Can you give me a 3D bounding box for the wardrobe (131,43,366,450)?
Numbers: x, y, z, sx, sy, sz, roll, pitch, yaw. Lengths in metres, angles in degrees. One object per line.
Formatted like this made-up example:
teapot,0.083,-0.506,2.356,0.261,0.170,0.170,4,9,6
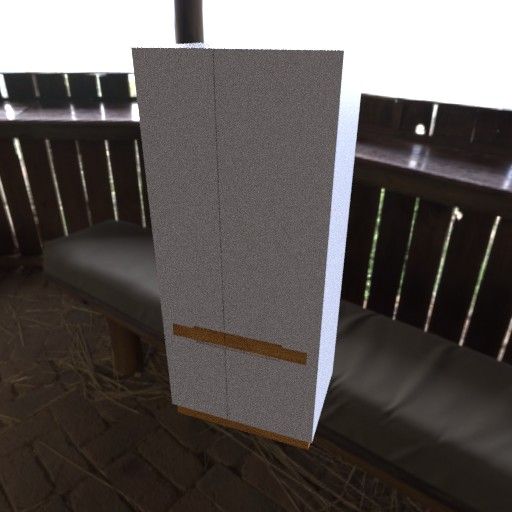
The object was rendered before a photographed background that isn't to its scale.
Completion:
wardrobe,0.000,0.000,2.380,0.860,2.040,0.600,9,29,17
